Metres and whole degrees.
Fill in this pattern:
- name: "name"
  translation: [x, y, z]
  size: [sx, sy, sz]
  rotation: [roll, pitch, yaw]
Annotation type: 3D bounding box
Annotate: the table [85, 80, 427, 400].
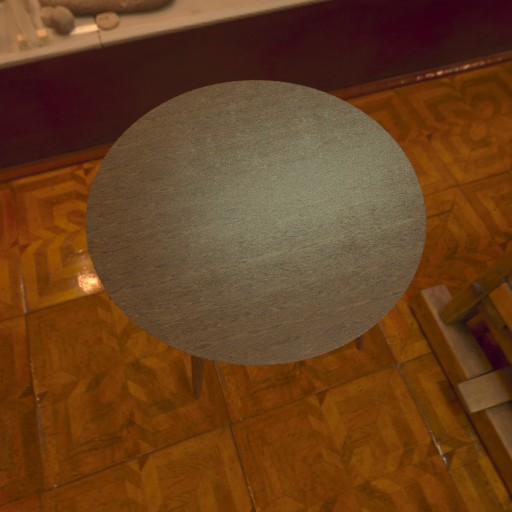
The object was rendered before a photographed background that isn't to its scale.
- name: "table"
  translation: [0.000, 0.000, 1.738]
  size: [1.053, 0.786, 1.053]
  rotation: [0, 62, 0]
